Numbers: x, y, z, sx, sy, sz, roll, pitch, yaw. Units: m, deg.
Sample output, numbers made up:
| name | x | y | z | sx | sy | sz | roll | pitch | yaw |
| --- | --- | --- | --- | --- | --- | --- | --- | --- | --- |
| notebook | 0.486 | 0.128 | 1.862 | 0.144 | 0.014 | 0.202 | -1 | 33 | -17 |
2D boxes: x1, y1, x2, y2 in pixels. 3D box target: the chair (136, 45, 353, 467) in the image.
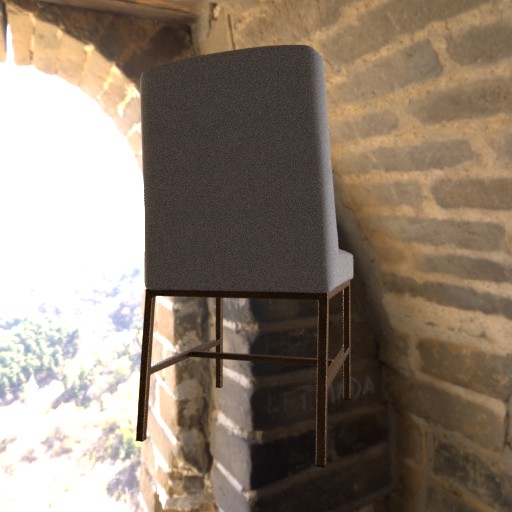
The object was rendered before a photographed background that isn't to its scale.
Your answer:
| name | x | y | z | sx | sy | sz | roll | pitch | yaw |
| --- | --- | --- | --- | --- | --- | --- | --- | --- | --- |
| chair | 0.000 | 0.000 | 1.280 | 0.503 | 0.933 | 0.597 | 0 | -1 | 18 |
